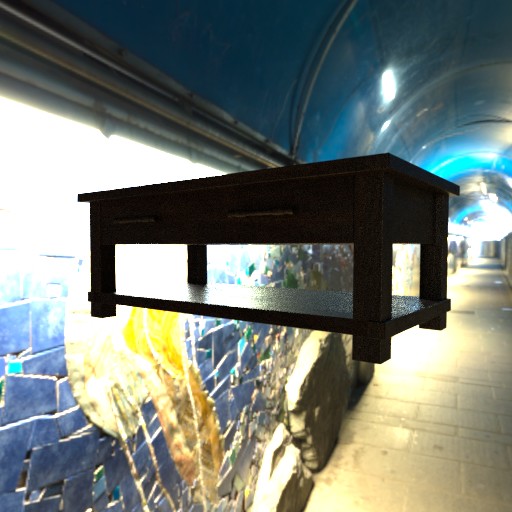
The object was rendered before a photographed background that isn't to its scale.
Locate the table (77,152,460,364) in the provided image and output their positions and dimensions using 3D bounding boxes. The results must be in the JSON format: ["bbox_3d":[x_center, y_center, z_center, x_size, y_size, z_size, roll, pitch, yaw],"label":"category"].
[{"bbox_3d":[0.000,0.000,1.658,1.270,0.494,0.700,1,1,37],"label":"table"}]
